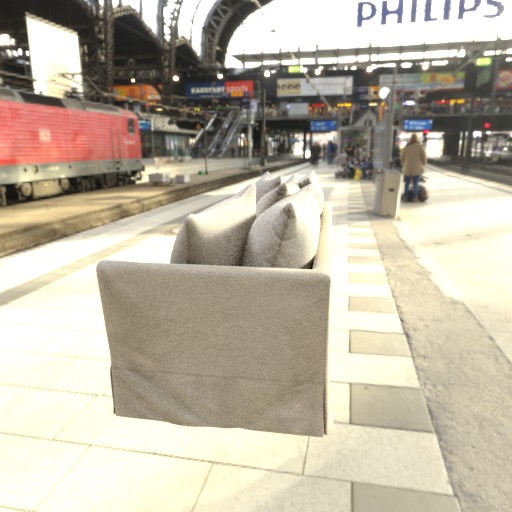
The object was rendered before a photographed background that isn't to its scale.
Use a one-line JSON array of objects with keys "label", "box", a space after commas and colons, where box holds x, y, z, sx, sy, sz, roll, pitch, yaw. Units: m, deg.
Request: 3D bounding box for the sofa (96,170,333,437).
[{"label": "sofa", "box": [0.000, 0.000, 2.895, 1.031, 1.034, 2.290, 2, 14, 9]}]
